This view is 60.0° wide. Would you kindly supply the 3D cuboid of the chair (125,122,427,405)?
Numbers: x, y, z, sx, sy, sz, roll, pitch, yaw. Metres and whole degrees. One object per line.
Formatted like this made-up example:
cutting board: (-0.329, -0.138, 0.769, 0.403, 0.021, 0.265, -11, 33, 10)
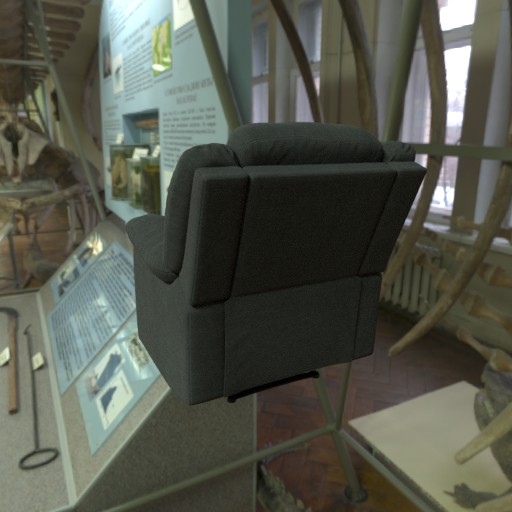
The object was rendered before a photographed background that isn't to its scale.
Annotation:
chair: (0.000, 0.000, 1.776, 0.899, 1.008, 0.944, -8, 16, -27)
